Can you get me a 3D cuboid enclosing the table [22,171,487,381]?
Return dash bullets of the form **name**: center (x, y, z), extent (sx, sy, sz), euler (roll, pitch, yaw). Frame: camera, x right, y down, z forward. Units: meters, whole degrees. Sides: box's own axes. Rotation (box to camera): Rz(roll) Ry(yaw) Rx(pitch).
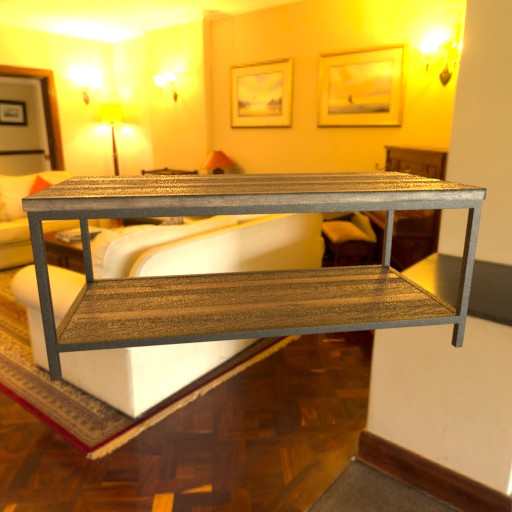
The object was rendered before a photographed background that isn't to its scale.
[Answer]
- **table**: center (0.000, 0.000, 1.199), extent (0.990, 0.399, 0.452), euler (-3, 16, -9)
